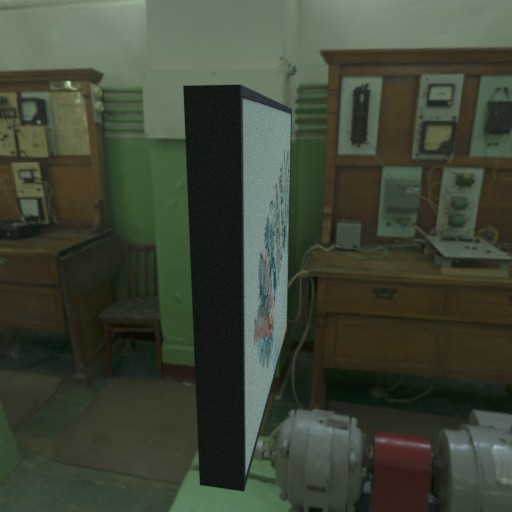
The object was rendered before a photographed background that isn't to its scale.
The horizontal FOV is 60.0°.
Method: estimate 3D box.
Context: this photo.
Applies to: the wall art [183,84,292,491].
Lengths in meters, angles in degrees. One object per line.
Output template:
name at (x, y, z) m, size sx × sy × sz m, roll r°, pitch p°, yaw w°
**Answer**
wall art at (0.000, 0.000, 0.455) m, size 0.036 × 0.300 × 0.302 m, roll 3°, pitch 16°, yaw 10°
